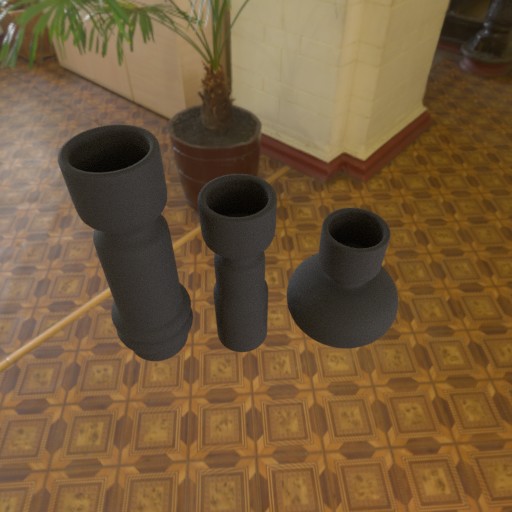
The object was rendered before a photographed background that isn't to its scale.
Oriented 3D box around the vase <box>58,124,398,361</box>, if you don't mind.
[{"bbox_3d":[0.000,0.000,0.429,0.307,0.249,0.120,-3,45,-3],"label":"vase"}]
